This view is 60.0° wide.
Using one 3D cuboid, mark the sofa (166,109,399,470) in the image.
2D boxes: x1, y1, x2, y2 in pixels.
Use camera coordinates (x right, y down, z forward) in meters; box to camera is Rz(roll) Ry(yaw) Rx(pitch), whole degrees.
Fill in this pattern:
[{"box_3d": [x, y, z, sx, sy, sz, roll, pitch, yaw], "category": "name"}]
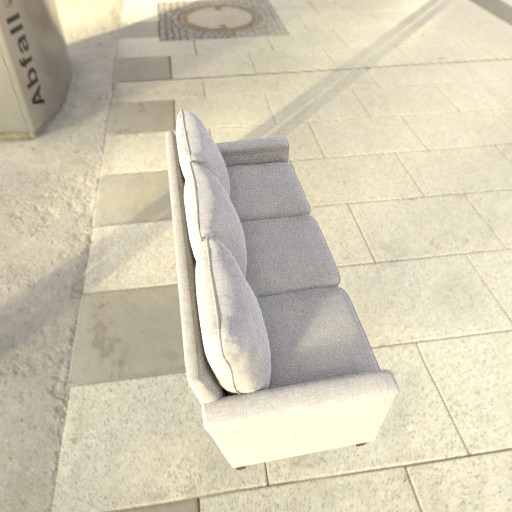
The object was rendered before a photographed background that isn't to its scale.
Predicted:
[{"box_3d": [0.000, 0.000, 2.435, 0.828, 0.959, 1.925, -8, 46, -7], "category": "sofa"}]
